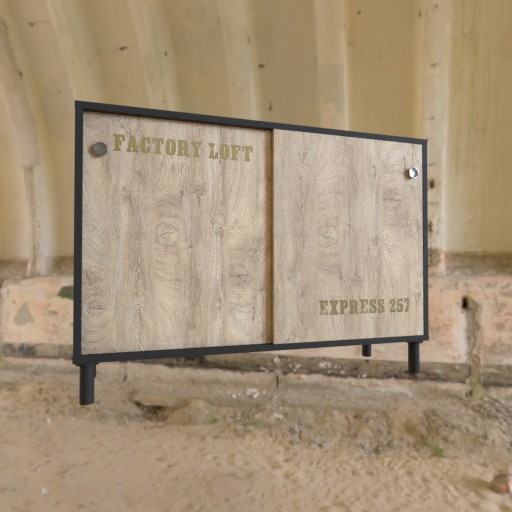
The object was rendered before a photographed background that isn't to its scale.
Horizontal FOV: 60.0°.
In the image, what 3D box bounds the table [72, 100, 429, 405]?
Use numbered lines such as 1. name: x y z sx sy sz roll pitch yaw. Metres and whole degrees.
1. table: 0.000 0.000 1.601 1.200 0.855 0.400 0 -1 -19
